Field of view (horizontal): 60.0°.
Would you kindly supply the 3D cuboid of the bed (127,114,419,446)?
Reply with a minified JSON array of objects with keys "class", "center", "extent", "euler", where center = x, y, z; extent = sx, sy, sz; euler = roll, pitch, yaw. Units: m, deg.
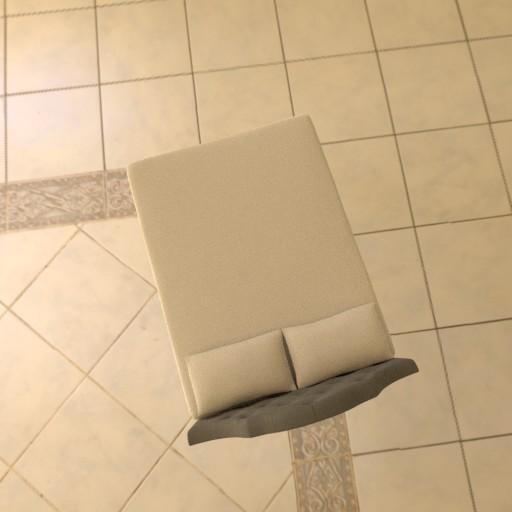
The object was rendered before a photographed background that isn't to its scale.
[{"class":"bed","center":[0.000,0.000,3.231],"extent":[1.636,1.575,2.155],"euler":[-17,79,-3]}]
